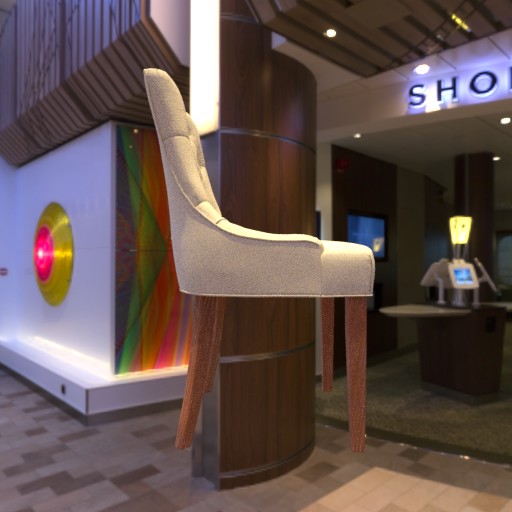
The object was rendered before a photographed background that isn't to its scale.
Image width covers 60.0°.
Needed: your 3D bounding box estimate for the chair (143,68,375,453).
[{"bbox_3d":[0.000,0.000,1.220,0.565,0.874,0.509,0,0,1],"label":"chair"}]
